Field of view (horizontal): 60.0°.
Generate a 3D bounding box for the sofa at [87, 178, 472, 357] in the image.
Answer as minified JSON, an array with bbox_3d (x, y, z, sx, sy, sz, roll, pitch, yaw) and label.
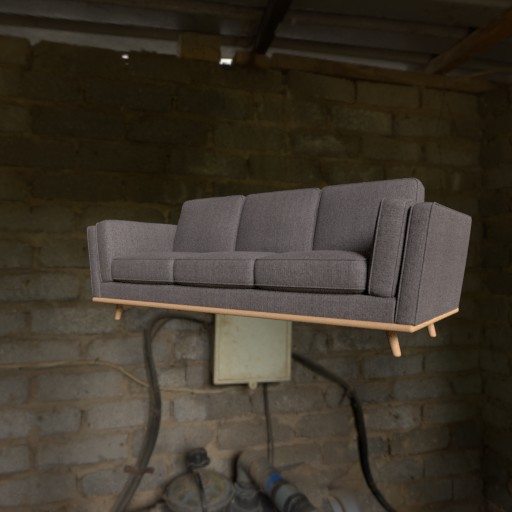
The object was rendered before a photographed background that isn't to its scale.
[{"bbox_3d":[0.000,0.000,2.800,2.362,0.899,0.903,0,0,36],"label":"sofa"}]
